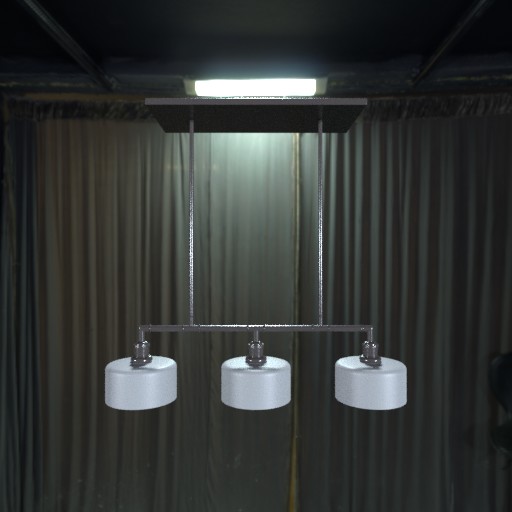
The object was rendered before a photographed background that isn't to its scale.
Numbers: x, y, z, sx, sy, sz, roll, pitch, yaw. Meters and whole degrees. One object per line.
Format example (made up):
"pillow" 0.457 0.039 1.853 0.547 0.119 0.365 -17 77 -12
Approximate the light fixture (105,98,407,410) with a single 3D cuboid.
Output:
"light fixture" 0.000 0.000 0.870 0.582 0.557 0.177 0 0 0
